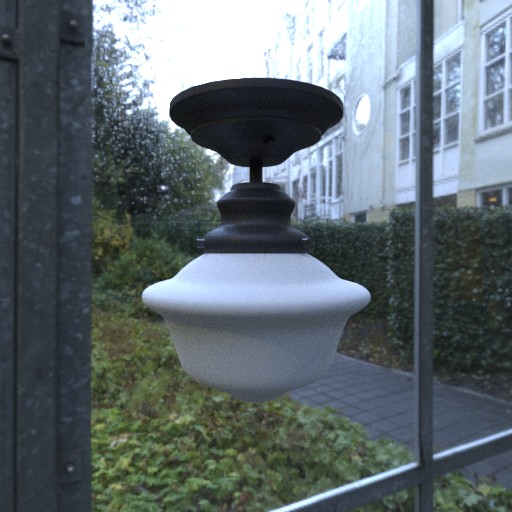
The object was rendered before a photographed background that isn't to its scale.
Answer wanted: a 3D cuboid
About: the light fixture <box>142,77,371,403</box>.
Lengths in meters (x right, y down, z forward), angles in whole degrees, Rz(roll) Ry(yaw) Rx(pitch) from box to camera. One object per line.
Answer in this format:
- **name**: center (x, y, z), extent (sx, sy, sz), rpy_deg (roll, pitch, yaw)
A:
- **light fixture**: center (0.000, 0.000, 0.390), extent (0.197, 0.254, 0.197), rpy_deg (0, 1, 0)
